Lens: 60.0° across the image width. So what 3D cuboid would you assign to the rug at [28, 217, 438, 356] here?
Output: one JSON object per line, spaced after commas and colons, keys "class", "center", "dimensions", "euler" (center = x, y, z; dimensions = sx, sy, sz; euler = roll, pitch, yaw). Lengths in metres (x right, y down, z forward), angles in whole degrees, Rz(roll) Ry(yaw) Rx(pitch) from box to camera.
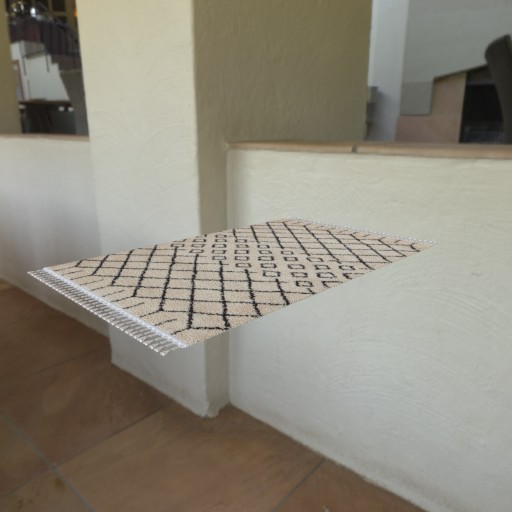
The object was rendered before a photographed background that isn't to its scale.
{"class": "rug", "center": [0.000, 0.000, 2.459], "dimensions": [1.196, 0.008, 2.006], "euler": [15, 22, 43]}
